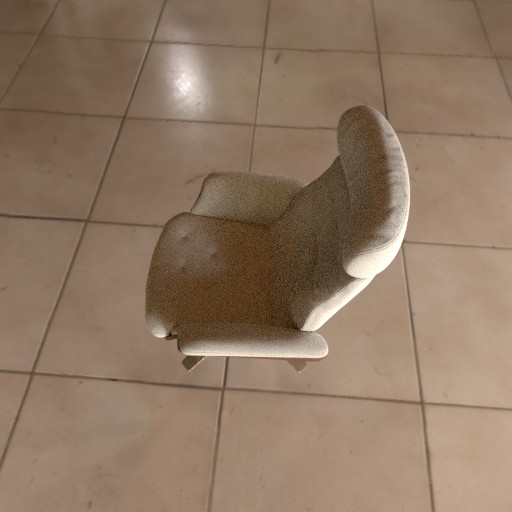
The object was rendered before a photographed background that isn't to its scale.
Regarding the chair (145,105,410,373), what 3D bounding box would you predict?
[{"bbox_3d":[0.000,0.000,1.599,0.837,0.995,0.785,3,58,2],"label":"chair"}]
